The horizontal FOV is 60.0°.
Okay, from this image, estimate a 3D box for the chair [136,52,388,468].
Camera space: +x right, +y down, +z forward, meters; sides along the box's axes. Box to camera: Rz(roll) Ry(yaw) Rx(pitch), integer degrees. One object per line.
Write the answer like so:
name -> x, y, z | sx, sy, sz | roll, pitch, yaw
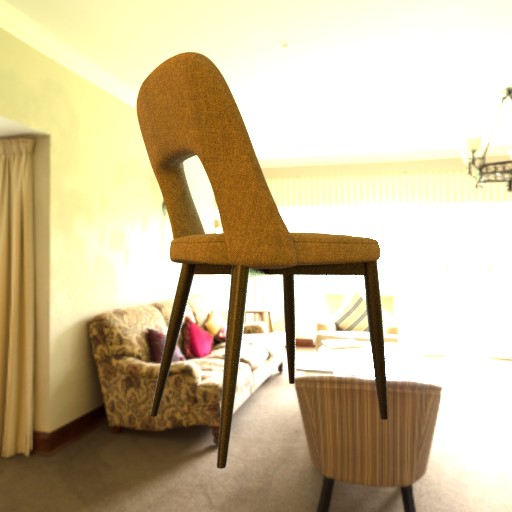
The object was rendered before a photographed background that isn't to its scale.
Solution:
chair -> 0.000, 0.000, 1.251 | 0.612, 0.931, 0.470 | 0, 0, -34
